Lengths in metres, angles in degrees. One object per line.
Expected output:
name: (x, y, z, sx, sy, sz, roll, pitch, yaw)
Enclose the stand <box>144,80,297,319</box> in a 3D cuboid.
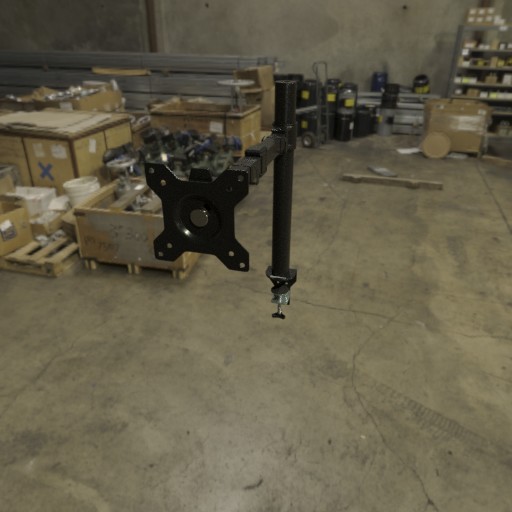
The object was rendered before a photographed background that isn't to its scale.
stand: (0.000, 0.000, 0.743, 0.115, 0.510, 0.456, 7, 28, 14)
